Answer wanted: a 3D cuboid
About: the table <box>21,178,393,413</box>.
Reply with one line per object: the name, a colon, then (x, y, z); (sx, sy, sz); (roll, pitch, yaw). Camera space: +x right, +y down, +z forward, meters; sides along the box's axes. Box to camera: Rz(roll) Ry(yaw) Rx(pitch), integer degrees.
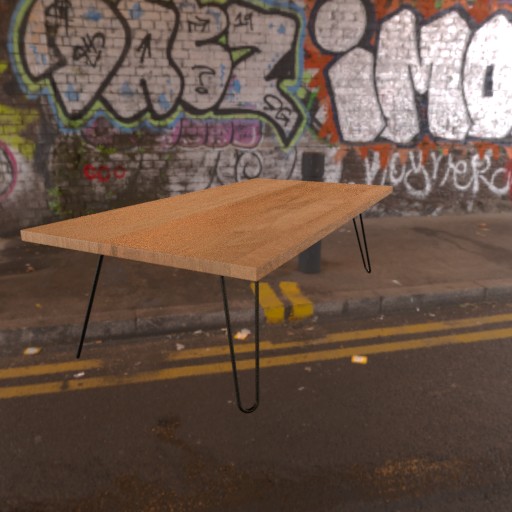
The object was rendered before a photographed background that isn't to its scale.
table: (0.000, 0.000, 1.641); (0.699, 0.400, 1.348); (8, 18, 26)
